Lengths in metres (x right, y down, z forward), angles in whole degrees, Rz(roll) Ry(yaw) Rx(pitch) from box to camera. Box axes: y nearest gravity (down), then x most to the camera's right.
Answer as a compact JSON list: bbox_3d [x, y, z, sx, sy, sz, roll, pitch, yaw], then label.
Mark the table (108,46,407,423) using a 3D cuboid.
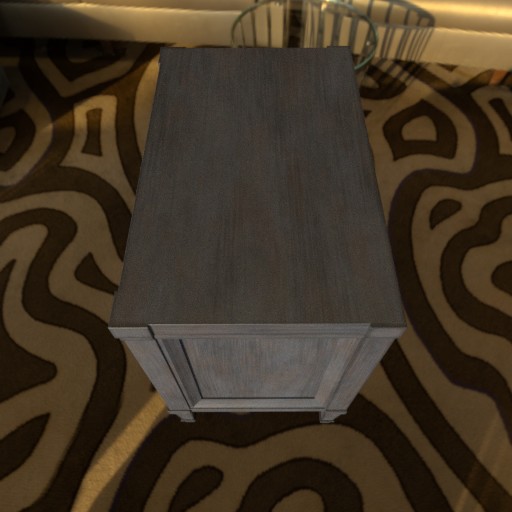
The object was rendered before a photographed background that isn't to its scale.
[{"bbox_3d":[0.000,0.000,1.062,0.413,0.660,0.660,0,57,0],"label":"table"}]
